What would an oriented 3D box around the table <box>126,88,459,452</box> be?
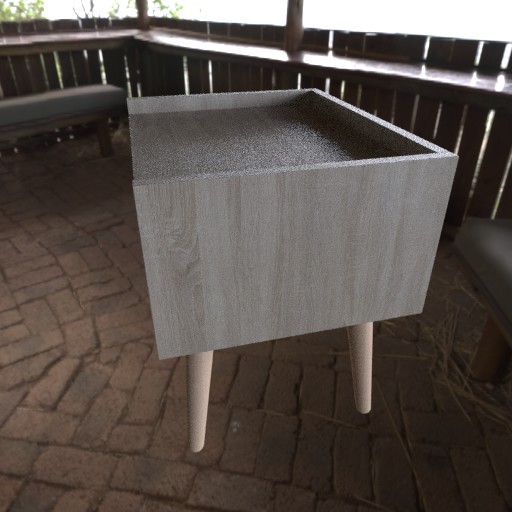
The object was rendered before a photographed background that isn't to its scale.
[{"bbox_3d":[0.000,0.000,0.782,0.370,0.470,0.450,-8,31,-13],"label":"table"}]
